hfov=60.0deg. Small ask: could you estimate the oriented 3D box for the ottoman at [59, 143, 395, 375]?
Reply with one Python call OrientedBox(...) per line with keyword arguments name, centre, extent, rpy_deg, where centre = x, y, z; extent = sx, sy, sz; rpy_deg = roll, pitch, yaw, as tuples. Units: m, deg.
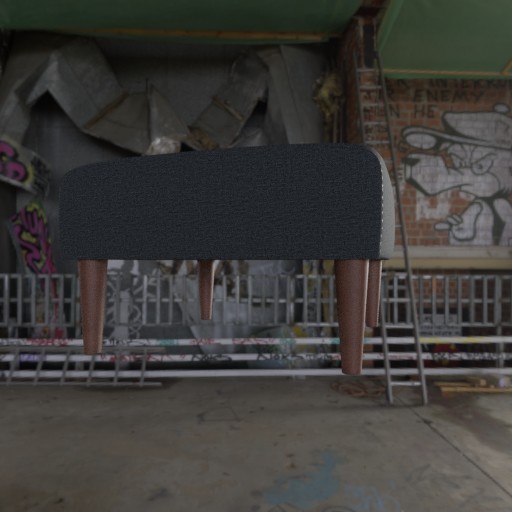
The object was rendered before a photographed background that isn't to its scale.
OrientedBox(name="ottoman", centre=(0.000, 0.000, 1.084), extent=(0.649, 0.398, 0.650), rpy_deg=(0, -1, 18))
